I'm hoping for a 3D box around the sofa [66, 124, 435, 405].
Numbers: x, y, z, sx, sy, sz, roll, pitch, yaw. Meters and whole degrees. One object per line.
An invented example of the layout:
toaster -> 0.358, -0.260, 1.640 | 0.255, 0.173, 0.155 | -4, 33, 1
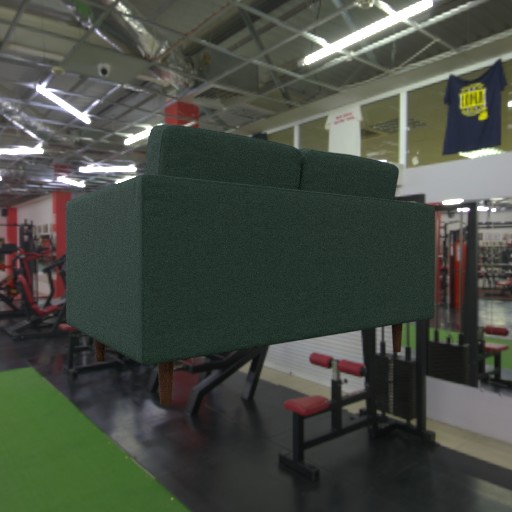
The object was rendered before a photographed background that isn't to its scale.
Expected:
sofa -> 0.000, 0.000, 1.991 | 1.430, 0.899, 0.879 | -1, 1, -37
